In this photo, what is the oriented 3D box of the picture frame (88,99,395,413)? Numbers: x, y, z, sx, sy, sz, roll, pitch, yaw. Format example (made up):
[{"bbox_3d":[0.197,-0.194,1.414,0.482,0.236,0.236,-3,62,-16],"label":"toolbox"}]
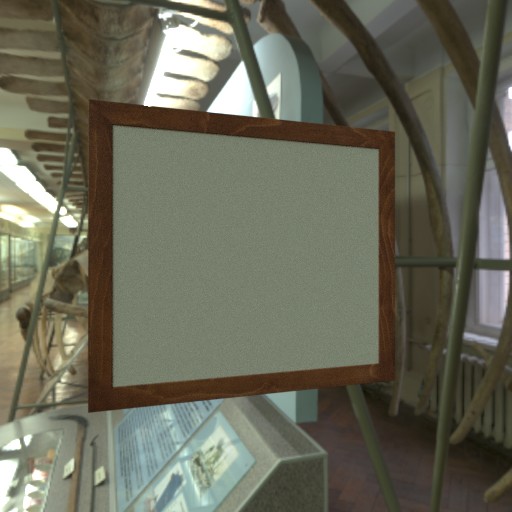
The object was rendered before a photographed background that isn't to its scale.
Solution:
[{"bbox_3d":[0.000,0.000,0.539,0.381,0.330,0.025,0,0,-19],"label":"picture frame"}]
